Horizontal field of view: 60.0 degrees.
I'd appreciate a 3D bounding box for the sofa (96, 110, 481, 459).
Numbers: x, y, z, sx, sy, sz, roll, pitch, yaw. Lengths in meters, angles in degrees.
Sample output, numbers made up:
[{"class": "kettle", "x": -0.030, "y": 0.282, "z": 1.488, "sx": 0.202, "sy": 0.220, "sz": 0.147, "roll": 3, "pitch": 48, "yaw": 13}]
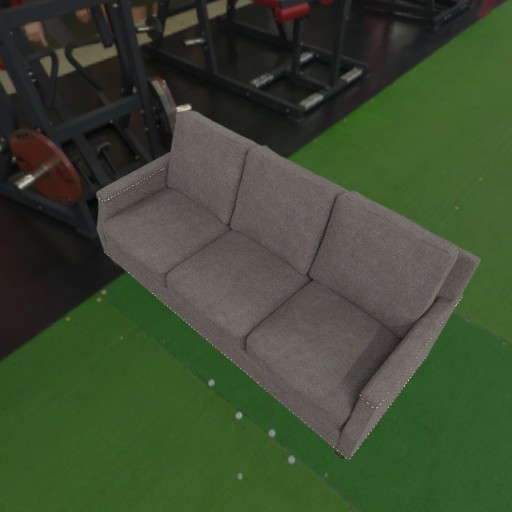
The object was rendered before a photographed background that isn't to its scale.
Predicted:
[{"class": "sofa", "x": 0.000, "y": 0.000, "z": 2.790, "sx": 2.226, "sy": 1.042, "sz": 1.034, "roll": 34, "pitch": 55, "yaw": 28}]
